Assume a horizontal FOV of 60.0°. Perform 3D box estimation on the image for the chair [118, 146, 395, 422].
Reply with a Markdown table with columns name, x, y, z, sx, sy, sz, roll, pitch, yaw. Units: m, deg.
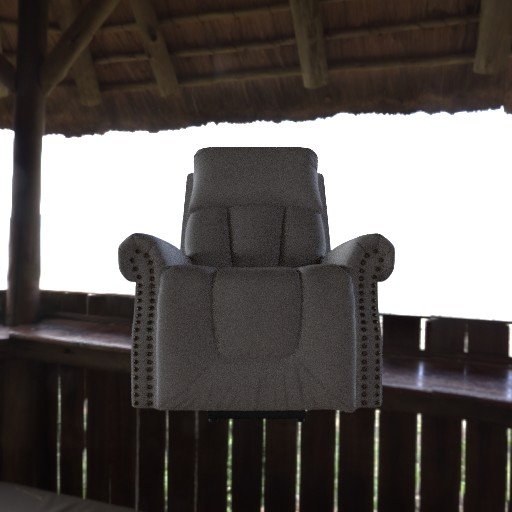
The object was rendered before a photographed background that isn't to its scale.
| name | x | y | z | sx | sy | sz | roll | pitch | yaw |
| --- | --- | --- | --- | --- | --- | --- | --- | --- | --- |
| chair | 0.000 | 0.000 | 1.737 | 0.871 | 1.031 | 0.979 | 0 | 1 | 0 |
